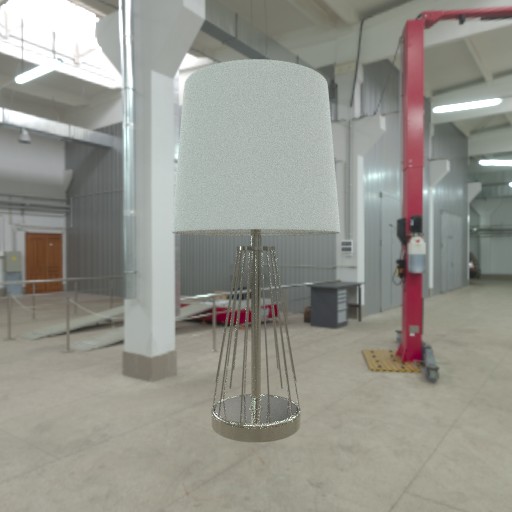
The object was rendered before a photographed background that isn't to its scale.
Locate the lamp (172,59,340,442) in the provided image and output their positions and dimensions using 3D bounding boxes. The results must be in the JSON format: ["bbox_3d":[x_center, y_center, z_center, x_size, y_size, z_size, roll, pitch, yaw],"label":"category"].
[{"bbox_3d":[0.000,0.000,0.812,0.303,0.618,0.303,0,1,0],"label":"lamp"}]
